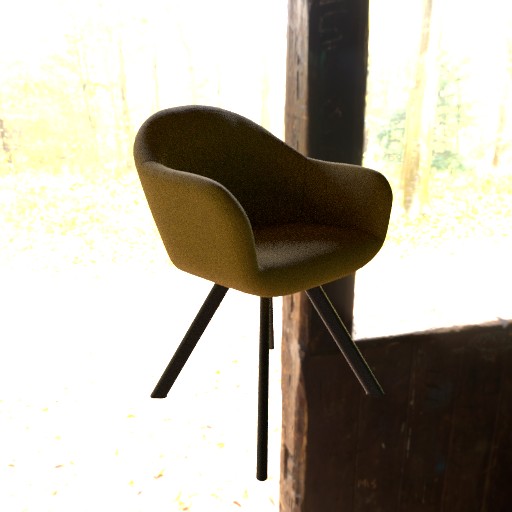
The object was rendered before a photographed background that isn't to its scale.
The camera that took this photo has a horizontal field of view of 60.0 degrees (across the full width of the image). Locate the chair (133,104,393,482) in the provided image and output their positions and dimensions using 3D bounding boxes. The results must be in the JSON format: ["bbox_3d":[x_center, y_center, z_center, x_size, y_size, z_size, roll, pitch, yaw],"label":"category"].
[{"bbox_3d":[0.000,0.000,1.187,0.590,0.795,0.550,-13,19,-42],"label":"chair"}]
